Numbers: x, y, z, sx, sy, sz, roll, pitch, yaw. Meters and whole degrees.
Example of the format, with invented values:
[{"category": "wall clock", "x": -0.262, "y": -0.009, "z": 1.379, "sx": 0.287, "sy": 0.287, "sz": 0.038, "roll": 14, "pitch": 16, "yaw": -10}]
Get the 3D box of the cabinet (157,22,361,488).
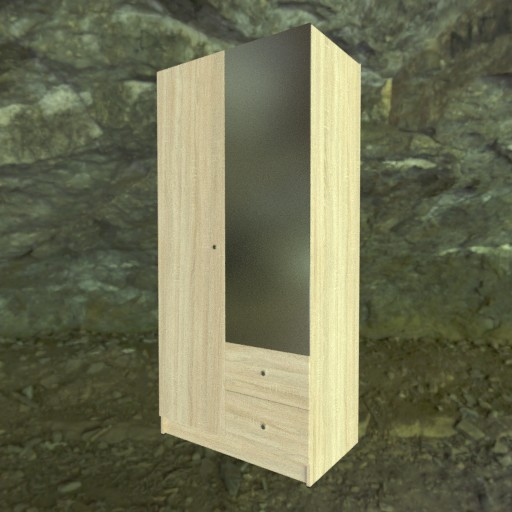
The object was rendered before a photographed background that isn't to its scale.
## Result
[{"category": "cabinet", "x": 0.000, "y": 0.000, "z": 2.526, "sx": 1.001, "sy": 2.121, "sz": 0.590, "roll": 1, "pitch": 2, "yaw": 35}]
